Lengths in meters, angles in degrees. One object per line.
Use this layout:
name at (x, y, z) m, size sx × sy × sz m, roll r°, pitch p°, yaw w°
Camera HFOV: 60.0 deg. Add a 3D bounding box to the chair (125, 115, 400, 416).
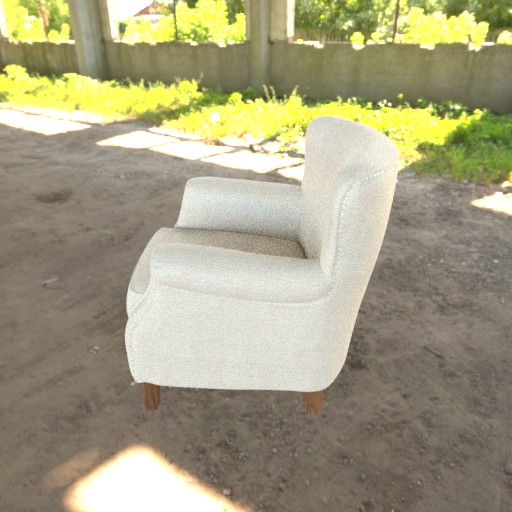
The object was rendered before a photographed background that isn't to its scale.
chair at (0.000, 0.000, 1.699) m, size 0.921 × 0.936 × 0.861 m, roll 0°, pitch 27°, yaw 1°
